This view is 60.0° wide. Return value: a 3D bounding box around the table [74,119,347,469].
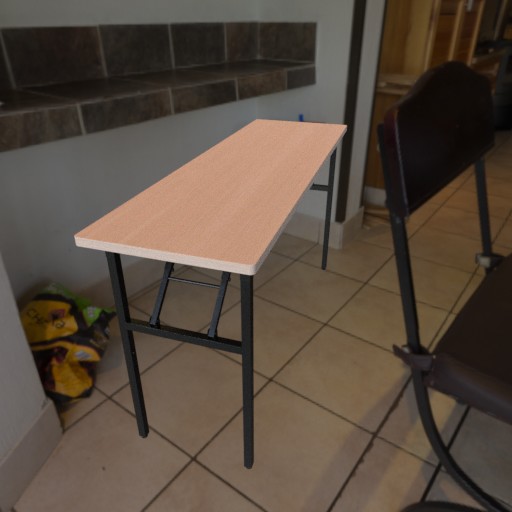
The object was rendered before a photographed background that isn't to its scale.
[{"bbox_3d":[0.000,0.000,1.733,0.447,0.750,1.397,9,30,16],"label":"table"}]
